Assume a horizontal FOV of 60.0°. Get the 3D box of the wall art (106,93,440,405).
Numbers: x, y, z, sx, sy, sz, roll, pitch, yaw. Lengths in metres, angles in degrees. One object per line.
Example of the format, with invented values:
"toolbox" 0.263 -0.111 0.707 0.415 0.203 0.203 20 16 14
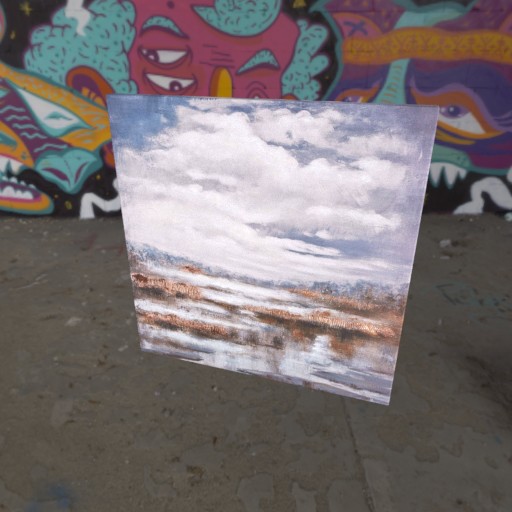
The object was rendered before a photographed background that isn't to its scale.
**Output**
"wall art" 0.000 0.000 1.338 0.888 0.897 0.035 8 27 16
